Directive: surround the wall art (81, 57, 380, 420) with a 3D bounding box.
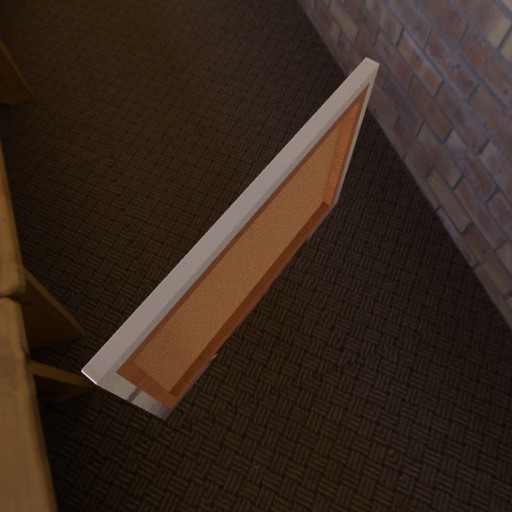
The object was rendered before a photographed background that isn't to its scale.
[{"bbox_3d":[0.000,0.000,1.160,0.037,0.609,0.916,34,69,15],"label":"wall art"}]
